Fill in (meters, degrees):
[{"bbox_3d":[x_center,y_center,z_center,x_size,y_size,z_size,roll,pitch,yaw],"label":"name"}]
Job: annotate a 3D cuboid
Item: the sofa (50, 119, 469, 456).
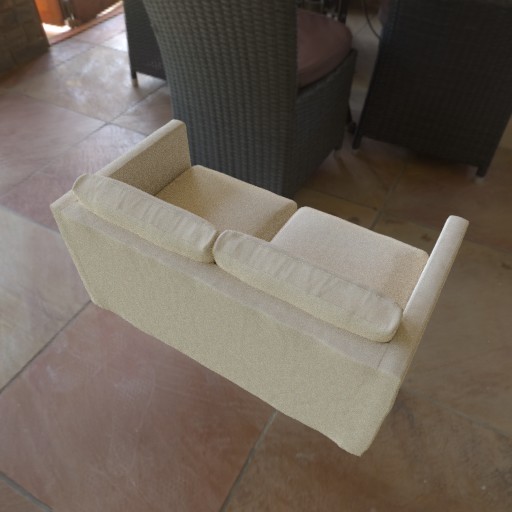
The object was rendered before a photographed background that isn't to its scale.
[{"bbox_3d":[0.000,0.000,2.250,1.746,0.834,0.962,24,51,21],"label":"sofa"}]
